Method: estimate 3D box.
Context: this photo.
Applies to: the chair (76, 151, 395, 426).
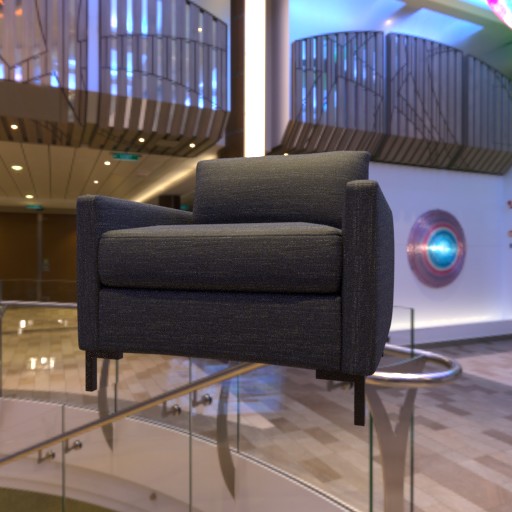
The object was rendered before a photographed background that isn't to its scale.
[{"bbox_3d":[0.000,0.000,1.646,0.963,0.861,0.866,0,0,19],"label":"chair"}]
